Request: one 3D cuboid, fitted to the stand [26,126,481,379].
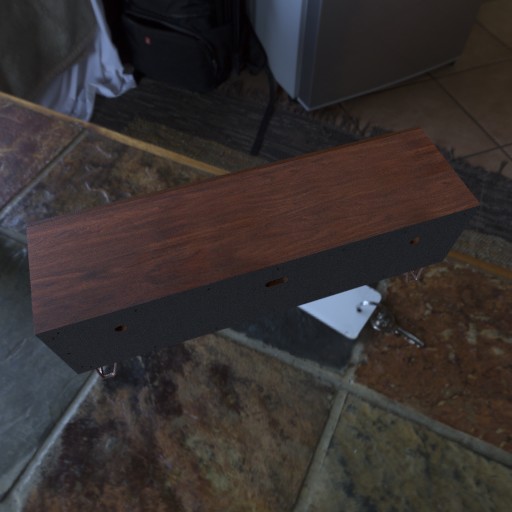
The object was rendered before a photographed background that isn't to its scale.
[{"bbox_3d":[0.000,0.000,1.907,1.626,0.610,0.481,-16,59,-10],"label":"stand"}]
